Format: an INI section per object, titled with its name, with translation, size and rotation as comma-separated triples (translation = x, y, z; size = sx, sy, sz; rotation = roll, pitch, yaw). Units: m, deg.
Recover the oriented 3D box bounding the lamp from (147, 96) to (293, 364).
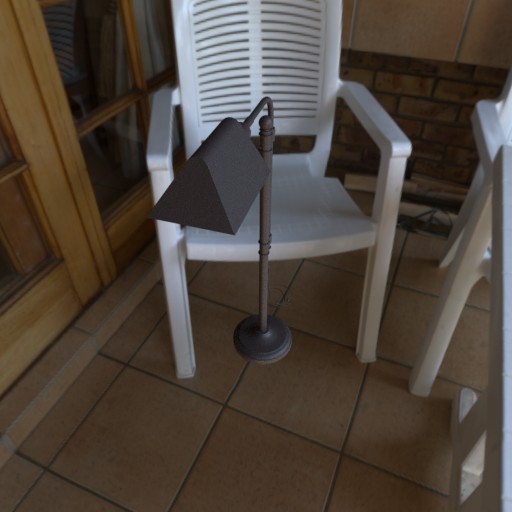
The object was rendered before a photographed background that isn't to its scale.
[lamp]
translation = 0.000, 0.000, 0.929
size = 0.159, 0.708, 0.545
rotation = 12, 43, 13
